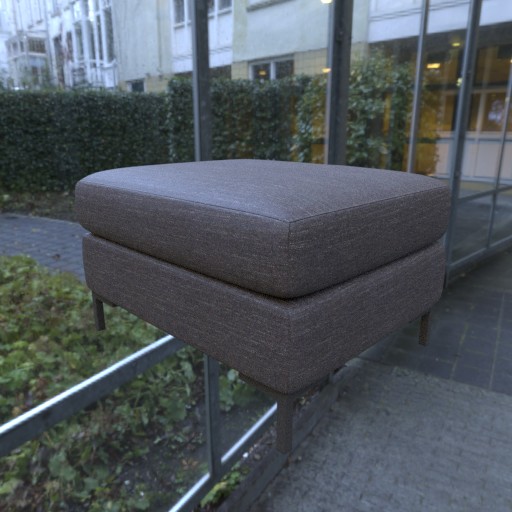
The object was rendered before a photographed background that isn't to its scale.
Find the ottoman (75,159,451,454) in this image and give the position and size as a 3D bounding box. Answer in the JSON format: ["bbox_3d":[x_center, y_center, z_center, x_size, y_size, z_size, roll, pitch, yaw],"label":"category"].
[{"bbox_3d":[0.000,0.000,1.229,0.820,0.490,0.671,16,23,42],"label":"ottoman"}]
